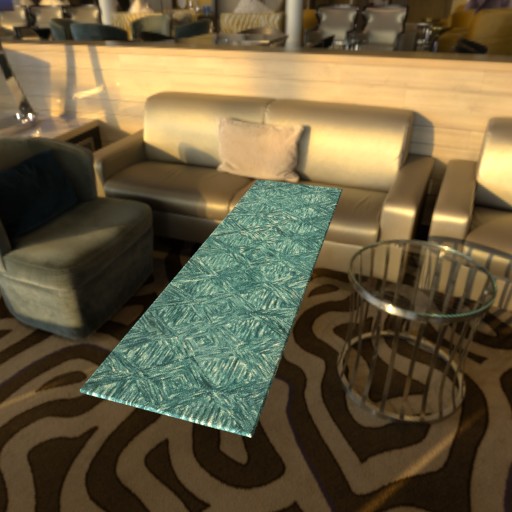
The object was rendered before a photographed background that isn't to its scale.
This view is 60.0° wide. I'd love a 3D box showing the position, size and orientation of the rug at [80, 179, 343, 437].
[{"bbox_3d":[0.000,0.000,2.506,0.676,0.016,2.286,9,32,15],"label":"rug"}]
